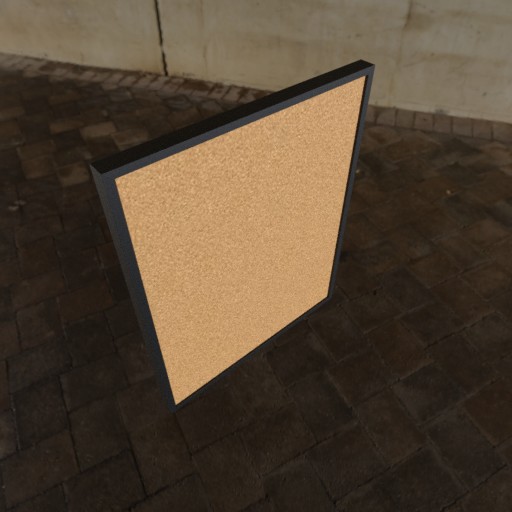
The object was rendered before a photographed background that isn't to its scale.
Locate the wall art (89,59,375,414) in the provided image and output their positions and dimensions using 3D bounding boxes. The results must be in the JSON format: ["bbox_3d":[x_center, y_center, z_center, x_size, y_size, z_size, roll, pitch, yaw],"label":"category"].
[{"bbox_3d":[0.000,0.000,0.782,0.457,0.559,0.029,-31,52,-27],"label":"wall art"}]
